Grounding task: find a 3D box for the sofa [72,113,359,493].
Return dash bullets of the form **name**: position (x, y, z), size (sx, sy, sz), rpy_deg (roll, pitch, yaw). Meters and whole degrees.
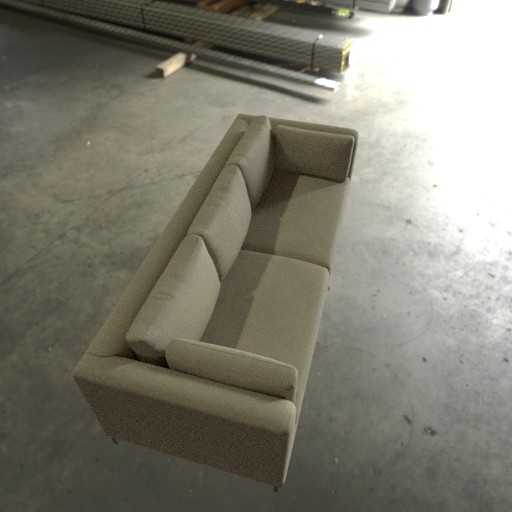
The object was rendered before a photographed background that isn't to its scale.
- **sofa**: position (0.000, 0.000, 2.842), size (0.969, 0.867, 2.415), rpy_deg (11, 46, 11)
